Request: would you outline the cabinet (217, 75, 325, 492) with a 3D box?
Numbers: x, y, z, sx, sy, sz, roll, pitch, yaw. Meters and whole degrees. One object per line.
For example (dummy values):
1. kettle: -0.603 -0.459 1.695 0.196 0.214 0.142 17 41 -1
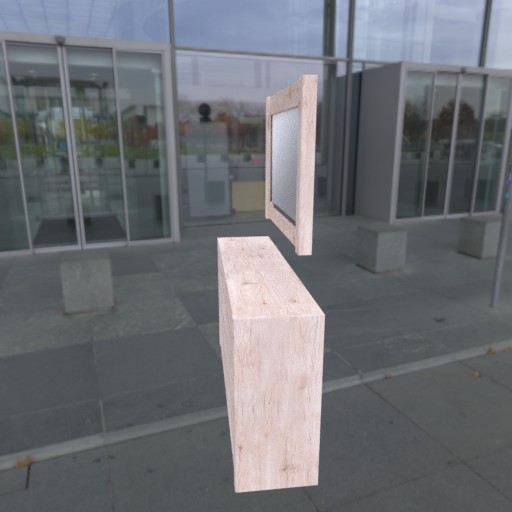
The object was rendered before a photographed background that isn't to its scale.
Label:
1. cabinet: 0.000 0.000 2.786 0.420 1.981 1.700 -2 15 -7
